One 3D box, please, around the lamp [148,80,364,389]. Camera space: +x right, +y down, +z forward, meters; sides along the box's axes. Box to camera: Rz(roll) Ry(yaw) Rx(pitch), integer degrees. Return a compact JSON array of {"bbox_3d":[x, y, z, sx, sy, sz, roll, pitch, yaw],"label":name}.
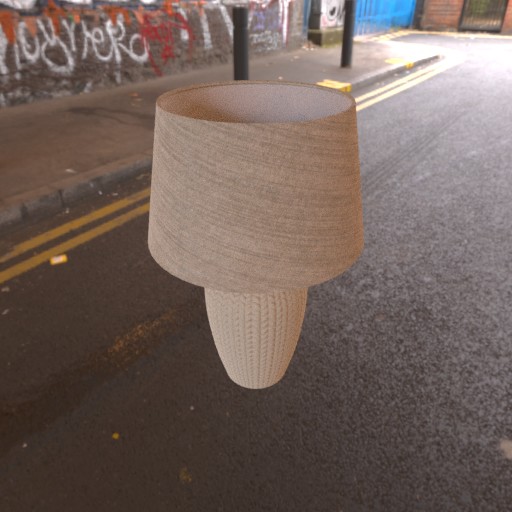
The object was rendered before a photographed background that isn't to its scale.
[{"bbox_3d":[0.000,0.000,0.845,0.390,0.580,0.390,0,31,0],"label":"lamp"}]
